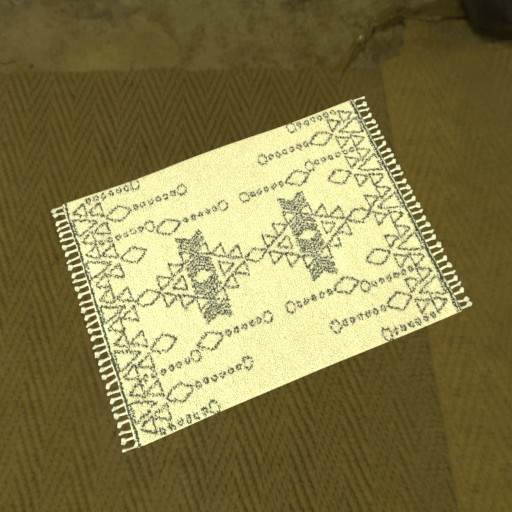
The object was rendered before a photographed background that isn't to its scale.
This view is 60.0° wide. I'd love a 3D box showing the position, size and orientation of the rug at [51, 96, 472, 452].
[{"bbox_3d":[0.000,0.000,3.746,3.027,0.028,2.125,-21,76,-5],"label":"rug"}]
